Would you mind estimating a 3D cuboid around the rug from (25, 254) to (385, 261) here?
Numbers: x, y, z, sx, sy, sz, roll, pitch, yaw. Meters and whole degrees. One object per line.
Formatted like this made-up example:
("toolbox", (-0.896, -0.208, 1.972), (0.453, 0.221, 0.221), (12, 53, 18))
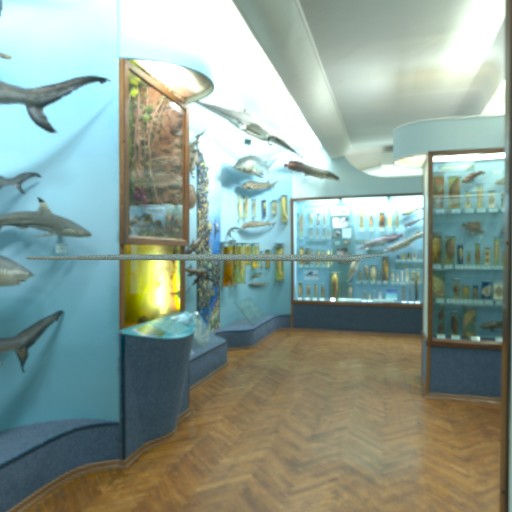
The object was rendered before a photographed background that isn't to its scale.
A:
("rug", (0.000, 0.000, 2.334), (1.224, 0.016, 1.830), (0, 0, 19))
